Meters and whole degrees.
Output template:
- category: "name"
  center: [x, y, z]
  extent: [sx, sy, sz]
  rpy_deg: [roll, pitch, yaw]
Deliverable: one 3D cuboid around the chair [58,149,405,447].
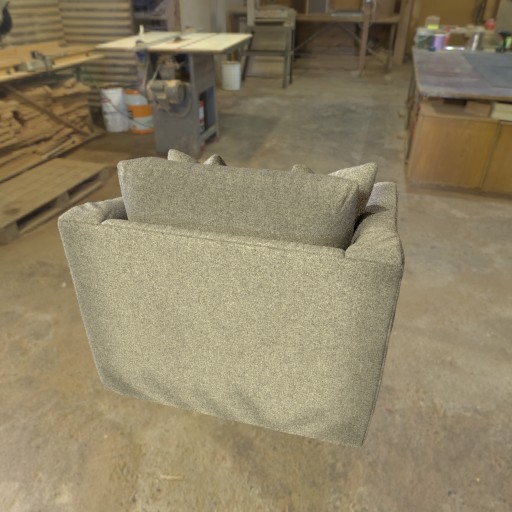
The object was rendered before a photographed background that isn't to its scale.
- category: "chair"
  center: [0.000, 0.000, 2.024]
  extent: [1.194, 1.059, 1.071]
  rpy_deg: [8, 32, 13]
